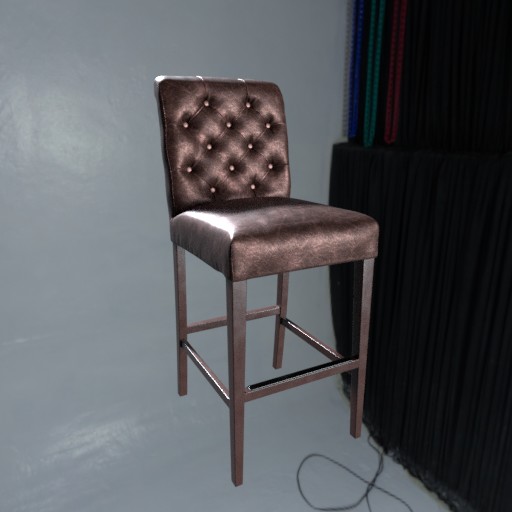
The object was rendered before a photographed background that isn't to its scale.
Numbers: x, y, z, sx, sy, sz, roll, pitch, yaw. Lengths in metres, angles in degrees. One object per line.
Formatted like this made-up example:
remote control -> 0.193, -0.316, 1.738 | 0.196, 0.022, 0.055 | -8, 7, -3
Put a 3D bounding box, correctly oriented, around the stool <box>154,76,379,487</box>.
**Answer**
stool -> 0.000, 0.000, 1.487 | 0.483, 1.168, 0.659 | -8, 18, -27
